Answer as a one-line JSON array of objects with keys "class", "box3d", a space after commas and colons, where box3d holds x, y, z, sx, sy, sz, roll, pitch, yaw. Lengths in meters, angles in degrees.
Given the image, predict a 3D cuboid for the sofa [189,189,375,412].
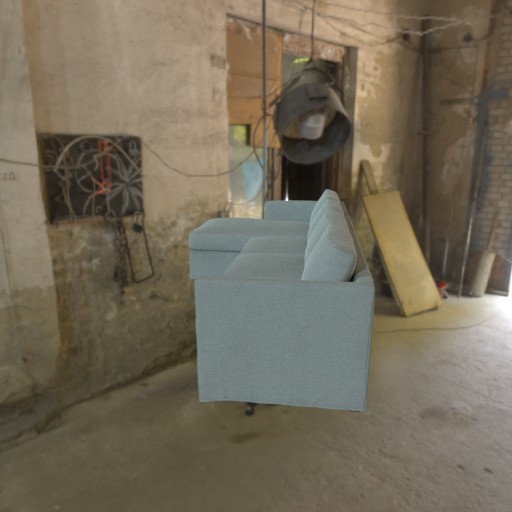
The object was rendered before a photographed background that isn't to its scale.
[{"class": "sofa", "box3d": [0.000, 0.000, 3.876, 1.650, 0.922, 3.205, 2, 15, 8]}]
